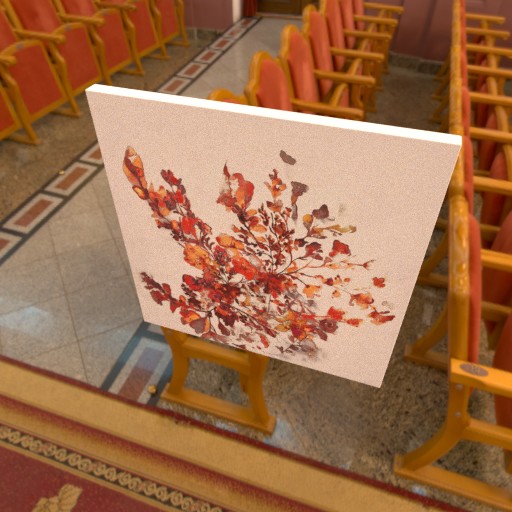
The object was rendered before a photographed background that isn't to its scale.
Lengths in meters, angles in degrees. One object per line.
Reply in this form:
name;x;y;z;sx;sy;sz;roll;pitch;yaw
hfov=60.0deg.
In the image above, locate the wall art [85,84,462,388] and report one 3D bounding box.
wall art;0.000;0.000;1.113;0.757;0.757;0.037;13;43;14
